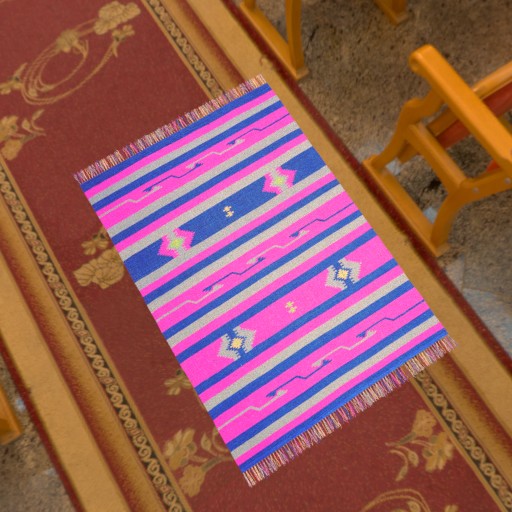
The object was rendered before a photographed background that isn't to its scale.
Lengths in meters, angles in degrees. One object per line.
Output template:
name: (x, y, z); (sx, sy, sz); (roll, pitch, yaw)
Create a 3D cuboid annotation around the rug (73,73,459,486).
rug: (0.000, 0.000, 2.915); (1.539, 0.013, 2.350); (-31, 78, -8)
